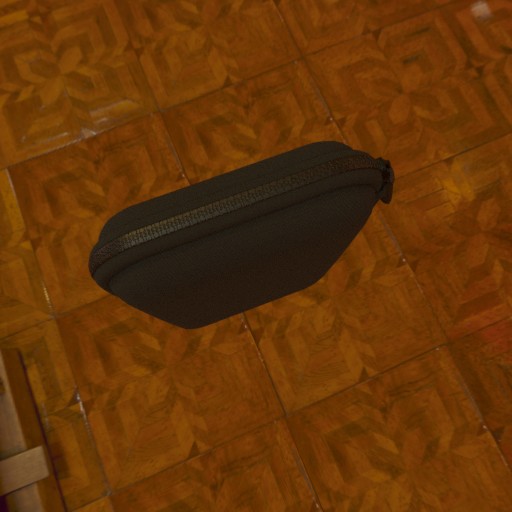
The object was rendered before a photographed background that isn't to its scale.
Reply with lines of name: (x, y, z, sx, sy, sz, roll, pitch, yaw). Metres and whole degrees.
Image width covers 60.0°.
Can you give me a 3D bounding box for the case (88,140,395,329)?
case: (0.000, 0.000, 0.192, 0.107, 0.147, 0.030, -20, 78, -5)
